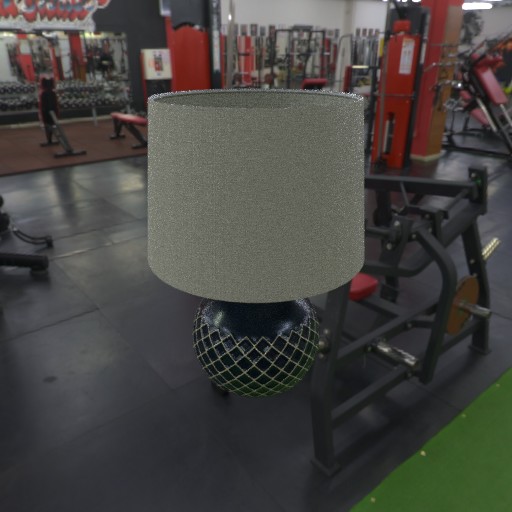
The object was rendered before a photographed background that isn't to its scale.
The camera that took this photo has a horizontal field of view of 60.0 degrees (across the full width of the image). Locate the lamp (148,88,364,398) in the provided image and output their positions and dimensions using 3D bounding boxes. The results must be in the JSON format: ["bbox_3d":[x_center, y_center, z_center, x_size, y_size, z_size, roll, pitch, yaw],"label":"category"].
[{"bbox_3d":[0.000,0.000,0.793,0.376,0.540,0.376,0,25,0],"label":"lamp"}]
